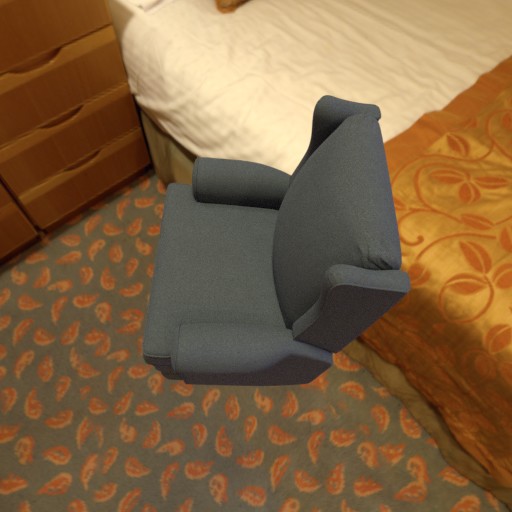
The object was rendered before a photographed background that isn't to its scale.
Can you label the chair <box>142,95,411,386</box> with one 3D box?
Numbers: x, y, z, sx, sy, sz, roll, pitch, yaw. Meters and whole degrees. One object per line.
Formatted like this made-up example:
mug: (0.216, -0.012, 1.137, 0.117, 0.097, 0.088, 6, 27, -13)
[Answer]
chair: (0.000, 0.000, 1.795, 0.877, 1.020, 0.971, 1, 59, 1)
